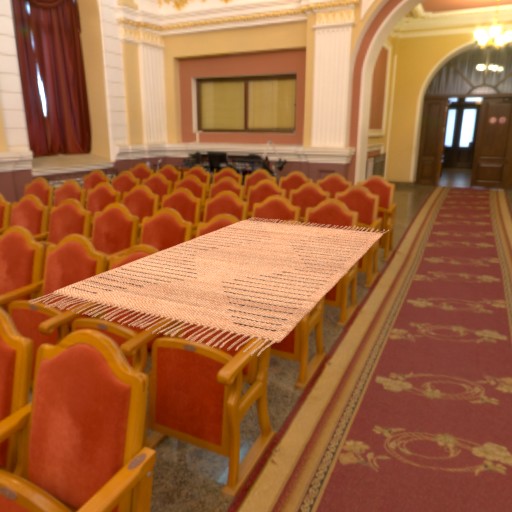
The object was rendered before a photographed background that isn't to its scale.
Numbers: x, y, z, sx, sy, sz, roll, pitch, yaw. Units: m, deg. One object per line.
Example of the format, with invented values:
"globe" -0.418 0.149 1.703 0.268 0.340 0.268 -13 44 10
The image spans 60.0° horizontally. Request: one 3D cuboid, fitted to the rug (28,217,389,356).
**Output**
"rug" 0.000 0.000 2.053 0.905 0.017 1.718 8 17 25
